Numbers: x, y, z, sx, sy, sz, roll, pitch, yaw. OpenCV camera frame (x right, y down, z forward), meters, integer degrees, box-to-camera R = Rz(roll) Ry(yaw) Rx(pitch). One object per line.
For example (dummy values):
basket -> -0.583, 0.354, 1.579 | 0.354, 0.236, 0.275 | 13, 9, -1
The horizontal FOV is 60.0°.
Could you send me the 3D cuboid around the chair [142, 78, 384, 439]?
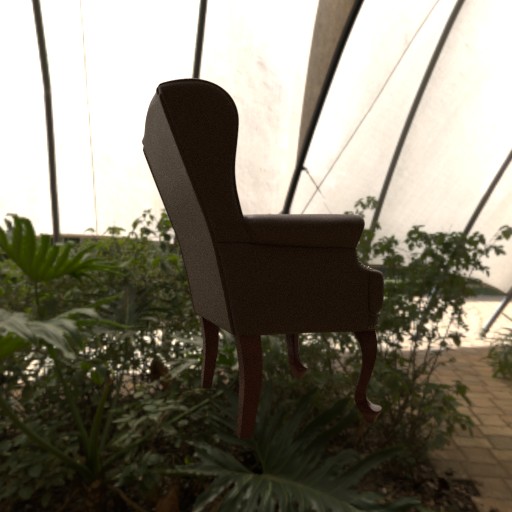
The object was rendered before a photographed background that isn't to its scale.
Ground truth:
chair -> 0.000, 0.000, 1.696 | 0.819, 1.132, 0.829 | 0, -1, -18
